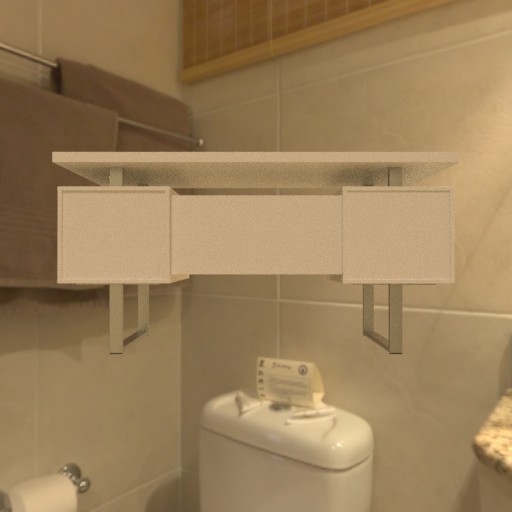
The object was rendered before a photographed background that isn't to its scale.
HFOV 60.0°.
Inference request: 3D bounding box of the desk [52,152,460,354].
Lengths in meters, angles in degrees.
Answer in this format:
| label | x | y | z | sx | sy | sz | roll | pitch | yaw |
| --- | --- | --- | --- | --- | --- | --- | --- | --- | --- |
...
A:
| label | x | y | z | sx | sy | sz | roll | pitch | yaw |
| --- | --- | --- | --- | --- | --- | --- | --- | --- | --- |
| desk | 0.000 | 0.000 | 1.957 | 1.530 | 0.773 | 0.603 | 0 | 0 | 0 |
